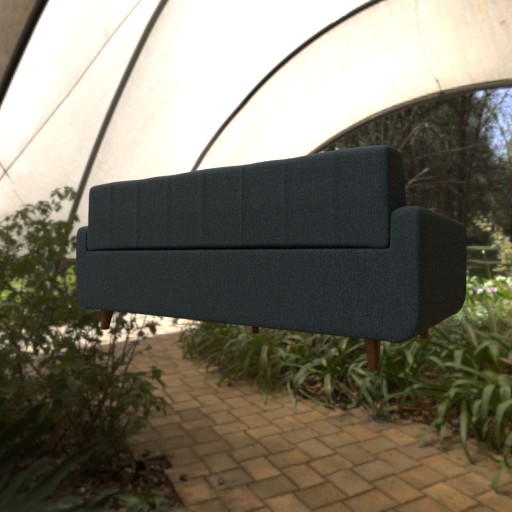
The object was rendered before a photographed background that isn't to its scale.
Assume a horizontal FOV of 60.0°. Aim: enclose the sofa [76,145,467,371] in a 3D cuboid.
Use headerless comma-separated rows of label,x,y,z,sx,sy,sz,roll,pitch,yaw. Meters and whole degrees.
sofa,0.000,0.000,2.527,2.055,0.884,0.942,0,0,34
